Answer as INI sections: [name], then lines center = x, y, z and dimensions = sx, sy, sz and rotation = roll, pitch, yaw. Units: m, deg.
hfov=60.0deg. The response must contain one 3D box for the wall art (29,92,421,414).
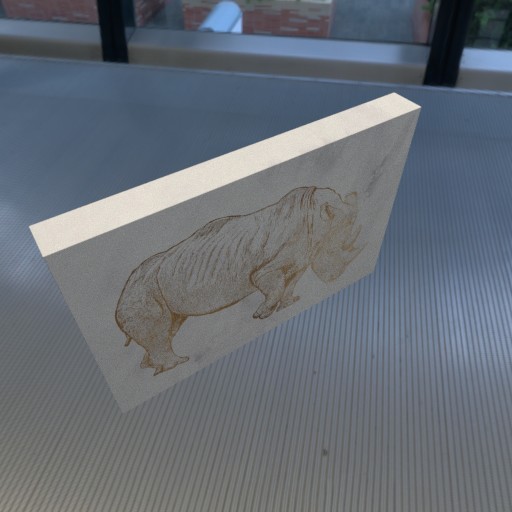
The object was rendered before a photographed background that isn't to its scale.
[wall art]
center = 0.000, 0.000, 0.483
dimensions = 0.381, 0.254, 0.038
rotation = -26, 52, -22
